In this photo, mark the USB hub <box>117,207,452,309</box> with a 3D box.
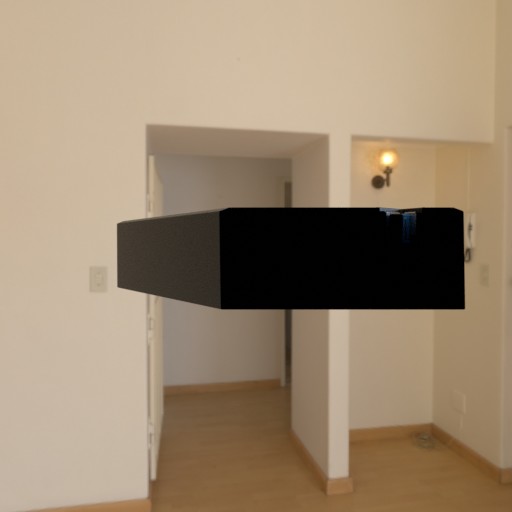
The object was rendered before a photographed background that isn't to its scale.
[{"bbox_3d":[0.000,0.000,0.126,0.044,0.023,0.110,-1,1,-37],"label":"USB hub"}]
